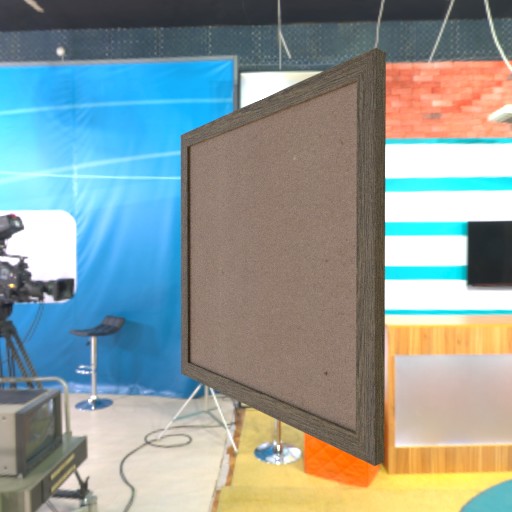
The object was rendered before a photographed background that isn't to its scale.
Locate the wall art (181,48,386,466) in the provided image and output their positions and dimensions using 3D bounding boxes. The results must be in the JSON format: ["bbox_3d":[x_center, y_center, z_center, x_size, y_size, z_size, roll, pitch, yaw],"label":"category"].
[{"bbox_3d":[0.000,0.000,0.746,0.019,0.508,0.508,-1,1,-37],"label":"wall art"}]
